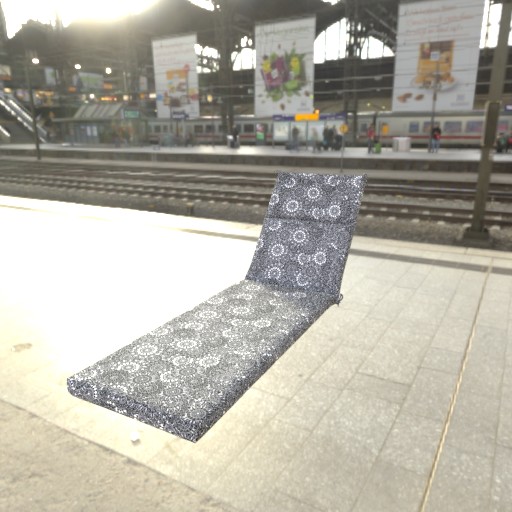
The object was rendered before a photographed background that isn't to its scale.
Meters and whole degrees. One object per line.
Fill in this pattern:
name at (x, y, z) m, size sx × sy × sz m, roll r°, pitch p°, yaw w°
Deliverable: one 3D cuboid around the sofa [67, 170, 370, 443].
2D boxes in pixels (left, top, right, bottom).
sofa at (0.000, 0.000, 1.947) m, size 0.582 × 0.622 × 1.663 m, roll 8°, pitch 17°, yaw 27°
